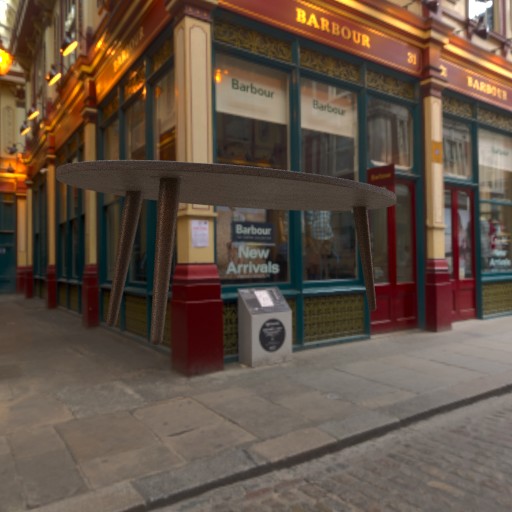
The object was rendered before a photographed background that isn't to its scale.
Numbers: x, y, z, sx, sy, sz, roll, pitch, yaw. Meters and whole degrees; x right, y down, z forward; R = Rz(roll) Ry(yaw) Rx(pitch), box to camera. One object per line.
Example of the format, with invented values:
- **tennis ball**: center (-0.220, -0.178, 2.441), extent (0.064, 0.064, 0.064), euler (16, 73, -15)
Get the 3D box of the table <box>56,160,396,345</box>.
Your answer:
- **table**: center (0.000, 0.000, 1.299), extent (1.083, 0.390, 0.542), euler (0, -1, -35)
